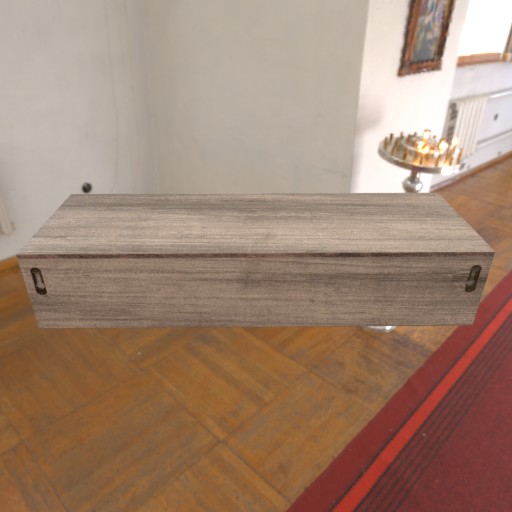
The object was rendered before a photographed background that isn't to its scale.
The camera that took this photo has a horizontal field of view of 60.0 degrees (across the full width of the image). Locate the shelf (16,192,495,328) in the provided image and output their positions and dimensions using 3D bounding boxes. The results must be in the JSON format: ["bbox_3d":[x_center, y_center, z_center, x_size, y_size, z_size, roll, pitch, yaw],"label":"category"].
[{"bbox_3d":[0.000,0.000,0.681,0.610,0.125,0.200,0,30,-1],"label":"shelf"}]
